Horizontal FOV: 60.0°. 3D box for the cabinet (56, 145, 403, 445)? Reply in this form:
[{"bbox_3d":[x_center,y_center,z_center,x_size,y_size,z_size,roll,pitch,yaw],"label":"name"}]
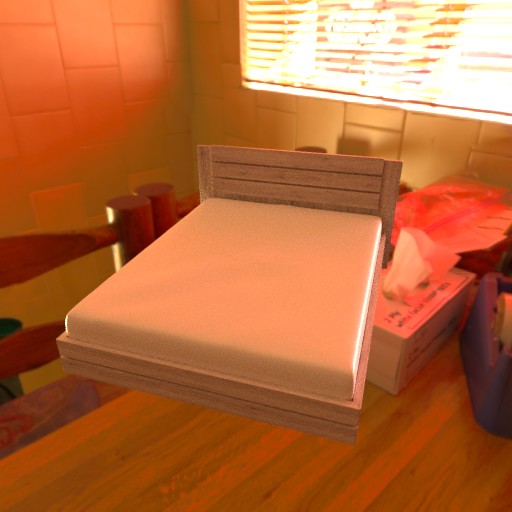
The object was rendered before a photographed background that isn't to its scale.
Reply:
[{"bbox_3d":[0.000,0.000,3.038,1.750,0.970,2.080,8,28,16],"label":"cabinet"}]
